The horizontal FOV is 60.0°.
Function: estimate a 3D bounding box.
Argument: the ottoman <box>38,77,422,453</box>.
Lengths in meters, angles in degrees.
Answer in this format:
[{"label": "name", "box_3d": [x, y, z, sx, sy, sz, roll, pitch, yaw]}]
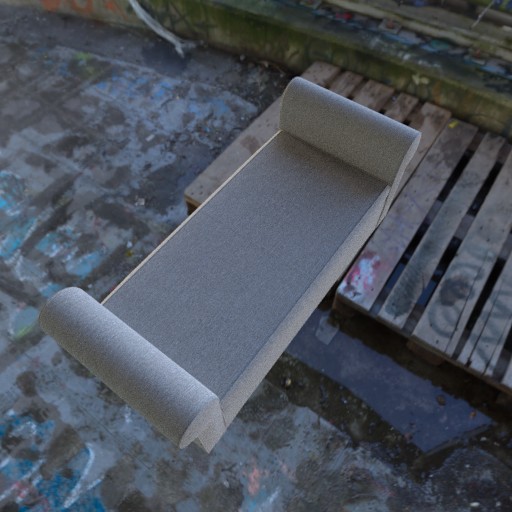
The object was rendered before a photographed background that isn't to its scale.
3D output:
[{"label": "ottoman", "box_3d": [0.000, 0.000, 1.543, 0.521, 0.547, 1.256, 32, 63, 19]}]
